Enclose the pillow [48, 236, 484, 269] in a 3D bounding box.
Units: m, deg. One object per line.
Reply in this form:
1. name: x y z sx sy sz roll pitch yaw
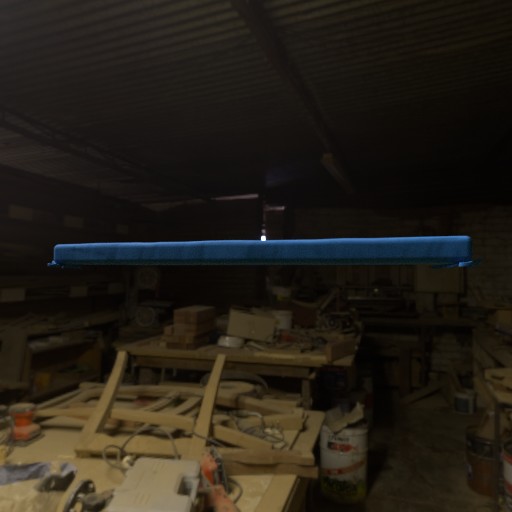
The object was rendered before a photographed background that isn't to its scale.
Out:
1. pillow: 0.000 0.000 1.345 1.187 0.081 0.492 0 -2 18
